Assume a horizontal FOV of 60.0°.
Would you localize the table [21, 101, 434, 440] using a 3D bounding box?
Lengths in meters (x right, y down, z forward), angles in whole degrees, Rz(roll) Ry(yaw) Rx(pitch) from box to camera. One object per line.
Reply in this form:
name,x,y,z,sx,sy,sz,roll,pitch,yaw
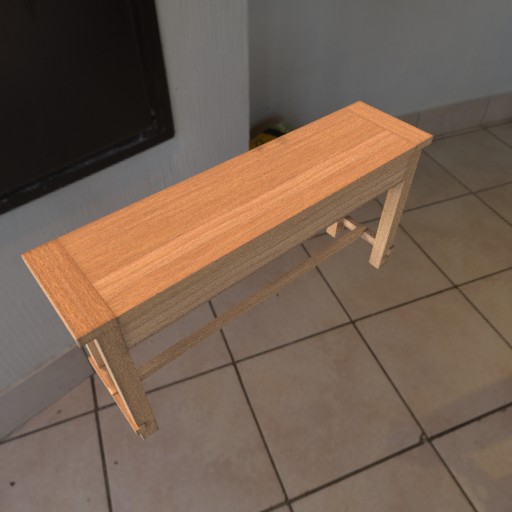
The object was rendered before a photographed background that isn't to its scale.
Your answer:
table,0.000,0.000,1.912,1.599,0.762,0.442,-31,53,-26
